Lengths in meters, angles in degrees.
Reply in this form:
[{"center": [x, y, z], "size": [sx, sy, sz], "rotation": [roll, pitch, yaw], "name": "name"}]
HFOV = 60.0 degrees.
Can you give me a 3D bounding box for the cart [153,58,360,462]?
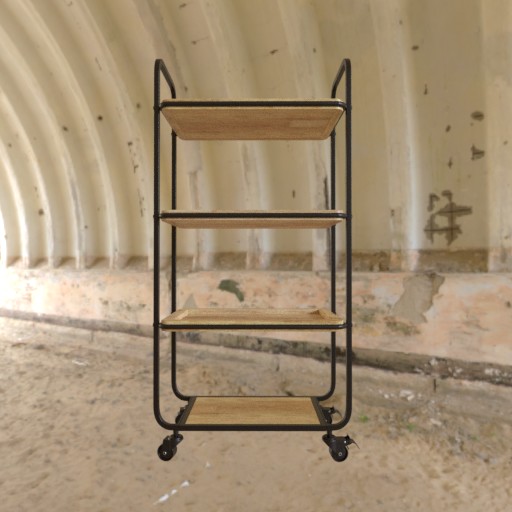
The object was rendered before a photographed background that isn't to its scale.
[{"center": [0.000, 0.000, 1.296], "size": [0.545, 1.080, 0.321], "rotation": [0, -1, 0], "name": "cart"}]
